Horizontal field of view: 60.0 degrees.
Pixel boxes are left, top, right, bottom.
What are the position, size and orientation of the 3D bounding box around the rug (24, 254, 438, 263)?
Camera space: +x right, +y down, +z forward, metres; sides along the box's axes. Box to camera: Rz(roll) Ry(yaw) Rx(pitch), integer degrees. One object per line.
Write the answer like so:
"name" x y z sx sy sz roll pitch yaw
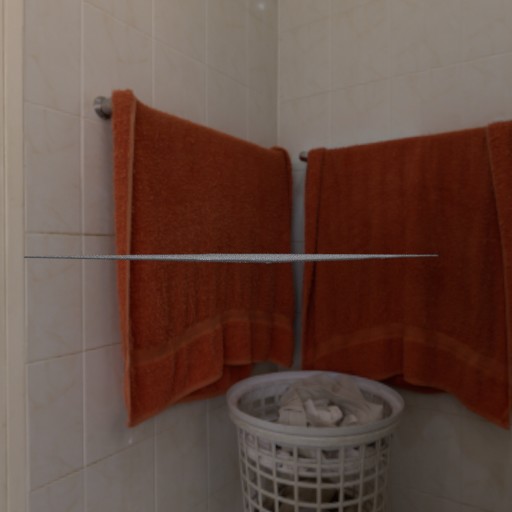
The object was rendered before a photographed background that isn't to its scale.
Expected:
"rug" 0.000 0.000 4.108 2.456 0.021 3.068 1 1 37
